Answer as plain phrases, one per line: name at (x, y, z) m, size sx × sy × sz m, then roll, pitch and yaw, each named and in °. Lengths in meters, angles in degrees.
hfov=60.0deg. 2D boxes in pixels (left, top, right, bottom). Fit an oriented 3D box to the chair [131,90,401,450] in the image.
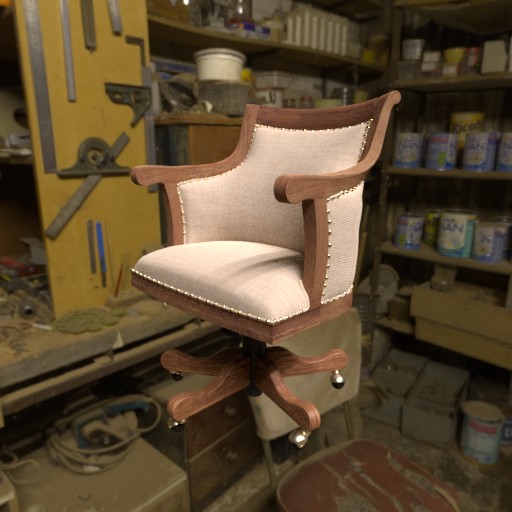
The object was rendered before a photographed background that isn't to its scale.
chair at (0.000, 0.000, 1.382) m, size 0.656 × 0.965 × 0.689 m, roll 14°, pitch 20°, yaw 43°
